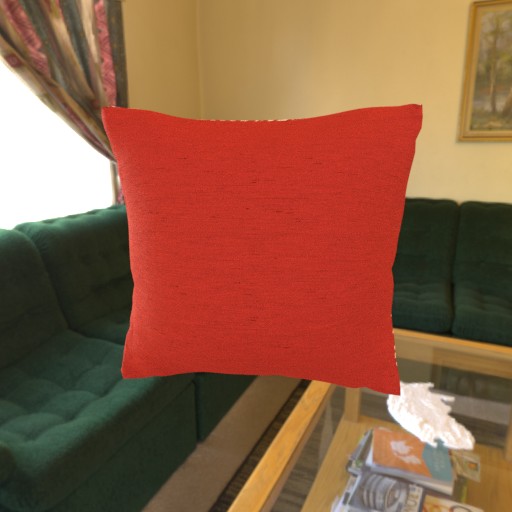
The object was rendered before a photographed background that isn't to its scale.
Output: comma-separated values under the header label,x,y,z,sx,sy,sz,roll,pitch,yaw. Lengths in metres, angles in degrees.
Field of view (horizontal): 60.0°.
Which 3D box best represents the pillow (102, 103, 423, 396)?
label,x,y,z,sx,sy,sz,roll,pitch,yaw
pillow,0.000,0.000,0.645,0.438,0.419,0.162,2,14,7
